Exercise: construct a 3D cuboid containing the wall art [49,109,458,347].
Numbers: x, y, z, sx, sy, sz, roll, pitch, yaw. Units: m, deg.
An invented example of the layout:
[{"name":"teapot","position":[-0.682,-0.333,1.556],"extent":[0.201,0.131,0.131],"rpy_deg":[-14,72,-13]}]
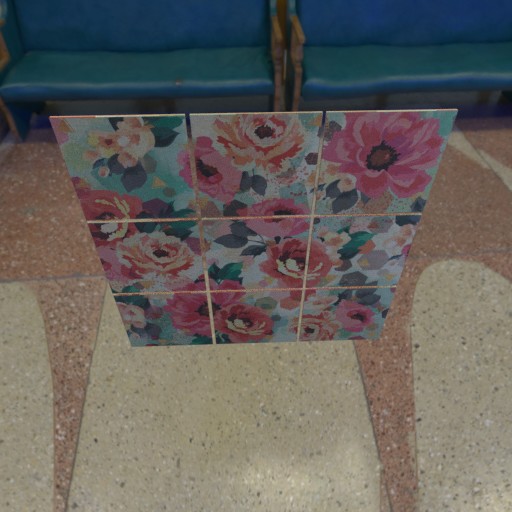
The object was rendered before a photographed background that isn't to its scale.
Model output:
[{"name":"wall art","position":[0.000,0.000,2.193],"extent":[1.521,1.519,0.013],"rpy_deg":[-2,46,-2]}]
